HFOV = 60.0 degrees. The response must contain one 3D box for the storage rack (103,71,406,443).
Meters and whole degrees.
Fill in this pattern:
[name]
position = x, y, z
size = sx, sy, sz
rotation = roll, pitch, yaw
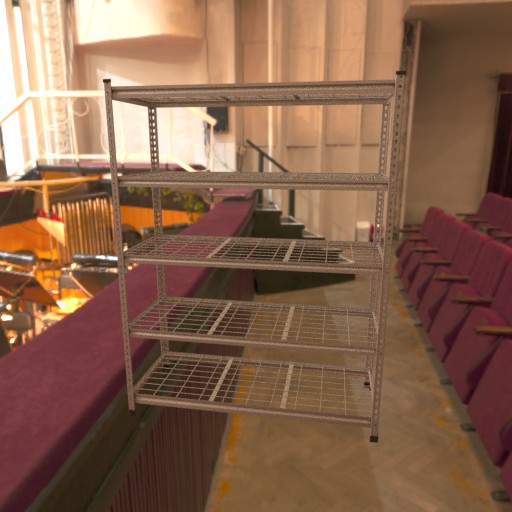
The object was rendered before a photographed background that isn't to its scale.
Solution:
[storage rack]
position = 0.000, 0.000, 2.709
size = 1.524, 1.981, 0.610
rotation = 2, 14, 10
